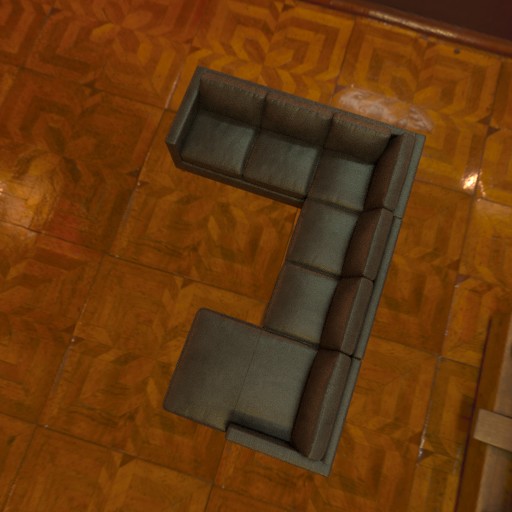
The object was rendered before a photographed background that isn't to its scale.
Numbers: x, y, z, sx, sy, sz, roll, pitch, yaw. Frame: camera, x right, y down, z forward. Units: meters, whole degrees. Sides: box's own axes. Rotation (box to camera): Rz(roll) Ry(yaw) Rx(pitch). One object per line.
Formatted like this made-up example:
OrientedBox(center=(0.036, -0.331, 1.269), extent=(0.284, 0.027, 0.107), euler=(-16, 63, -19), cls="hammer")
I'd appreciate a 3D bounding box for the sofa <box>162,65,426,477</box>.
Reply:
OrientedBox(center=(0.000, 0.000, 4.418), extent=(2.452, 0.891, 3.324), euler=(19, 77, 4), cls="sofa")
